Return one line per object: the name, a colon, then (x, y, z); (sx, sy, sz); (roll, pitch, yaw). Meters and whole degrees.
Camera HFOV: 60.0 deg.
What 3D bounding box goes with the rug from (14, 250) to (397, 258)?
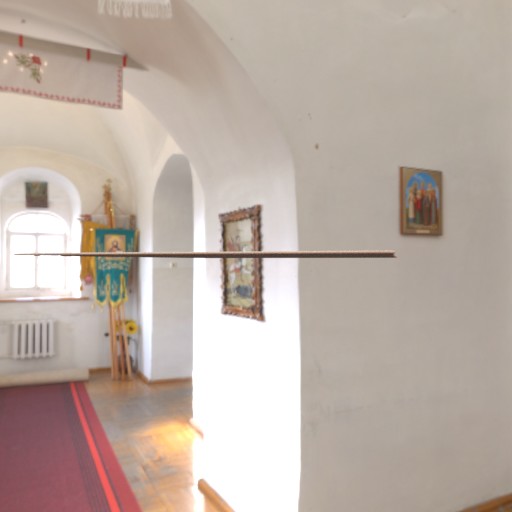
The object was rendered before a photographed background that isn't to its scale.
rug: (0.000, 0.000, 4.053); (2.462, 0.018, 3.039); (0, -1, 18)
